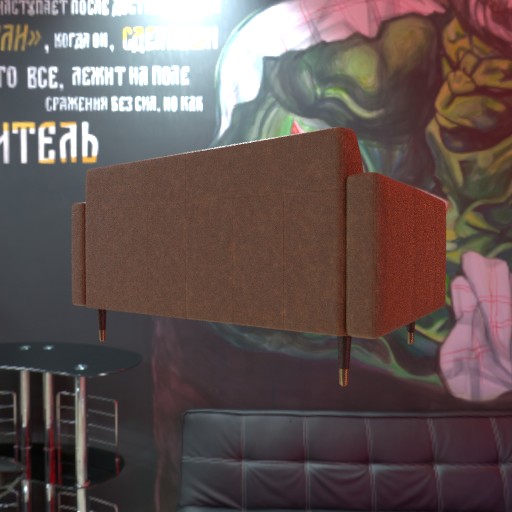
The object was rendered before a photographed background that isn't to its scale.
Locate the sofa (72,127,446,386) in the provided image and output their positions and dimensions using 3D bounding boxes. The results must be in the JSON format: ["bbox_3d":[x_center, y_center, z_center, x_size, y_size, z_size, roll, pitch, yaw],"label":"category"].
[{"bbox_3d":[0.000,0.000,2.100,1.549,0.820,0.960,0,1,34],"label":"sofa"}]
